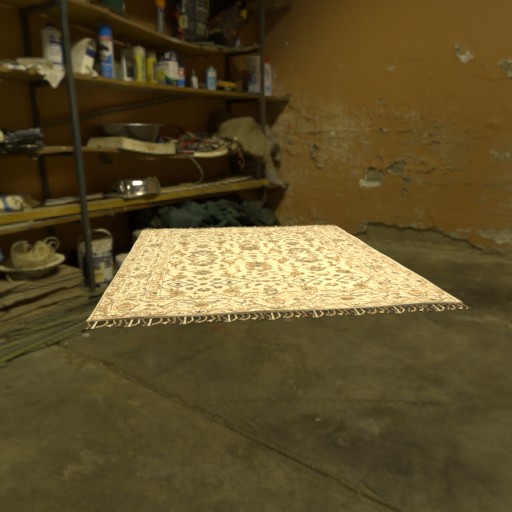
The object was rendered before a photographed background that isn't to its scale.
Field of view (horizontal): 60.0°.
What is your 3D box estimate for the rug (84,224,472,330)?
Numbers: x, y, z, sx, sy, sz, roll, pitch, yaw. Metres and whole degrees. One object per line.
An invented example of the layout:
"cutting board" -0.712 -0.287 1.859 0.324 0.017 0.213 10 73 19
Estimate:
"rug" 0.000 0.000 4.154 2.426 0.034 3.061 -2 15 -7
